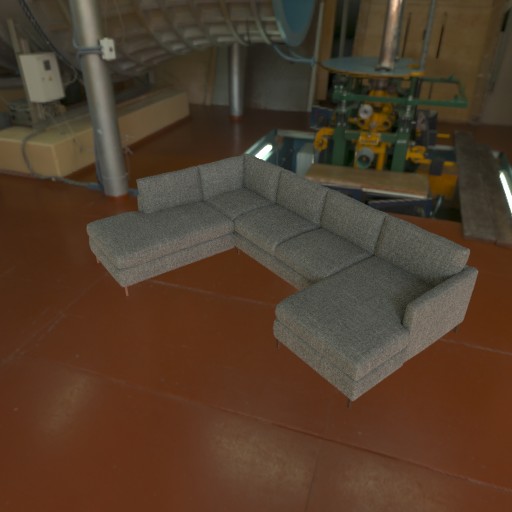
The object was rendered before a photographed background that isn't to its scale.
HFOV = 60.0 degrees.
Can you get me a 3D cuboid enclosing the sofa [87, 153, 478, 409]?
[{"bbox_3d":[0.000,0.000,3.601,1.879,0.756,2.737,-21,37,-31],"label":"sofa"}]
